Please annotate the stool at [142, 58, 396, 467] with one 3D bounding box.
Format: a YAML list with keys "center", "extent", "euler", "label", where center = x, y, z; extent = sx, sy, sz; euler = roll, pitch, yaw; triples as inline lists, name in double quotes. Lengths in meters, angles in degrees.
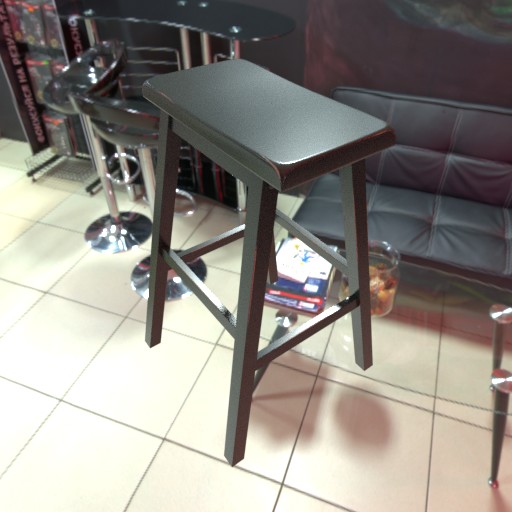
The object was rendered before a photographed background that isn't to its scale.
- center: [0.000, 0.000, 1.034]
  extent: [0.476, 0.737, 0.457]
  euler: [-26, 47, -27]
  label: "stool"
